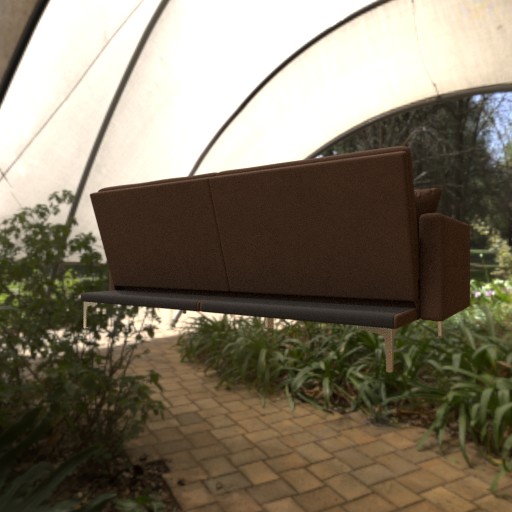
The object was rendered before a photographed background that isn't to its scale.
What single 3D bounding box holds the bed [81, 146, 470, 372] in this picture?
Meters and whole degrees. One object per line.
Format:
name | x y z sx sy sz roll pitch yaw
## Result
bed | 0.000 0.000 2.304 1.905 0.787 0.889 0 0 34
